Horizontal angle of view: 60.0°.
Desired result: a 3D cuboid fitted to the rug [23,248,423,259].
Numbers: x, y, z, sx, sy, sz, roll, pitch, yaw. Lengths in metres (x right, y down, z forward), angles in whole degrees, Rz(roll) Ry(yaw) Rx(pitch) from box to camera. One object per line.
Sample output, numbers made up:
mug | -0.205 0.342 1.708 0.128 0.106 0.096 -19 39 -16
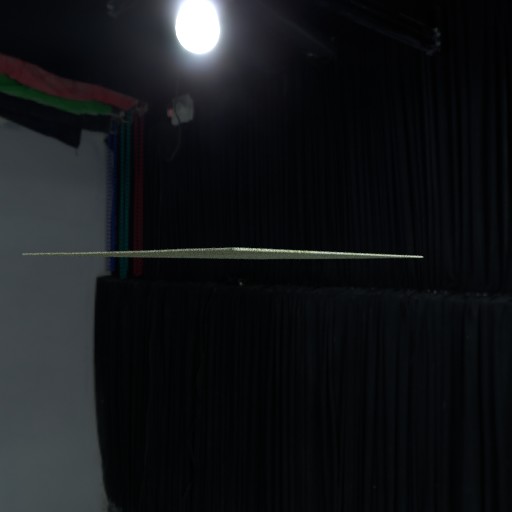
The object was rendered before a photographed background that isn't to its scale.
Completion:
rug | 0.000 0.000 2.213 1.143 0.010 1.758 -1 -1 36
